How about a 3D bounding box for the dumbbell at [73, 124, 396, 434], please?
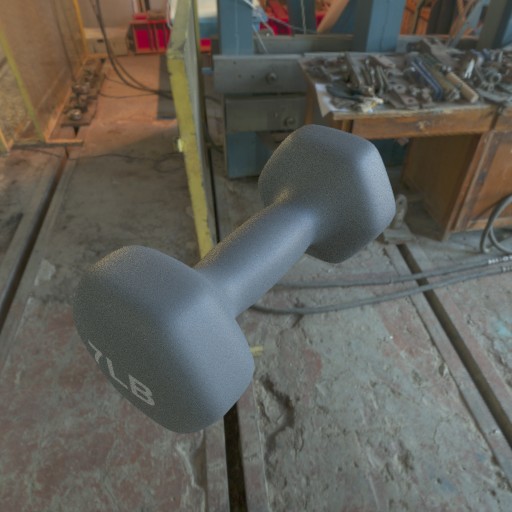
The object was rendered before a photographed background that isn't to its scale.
[{"bbox_3d":[0.000,0.000,0.235,0.090,0.081,0.184,27,48,27],"label":"dumbbell"}]
